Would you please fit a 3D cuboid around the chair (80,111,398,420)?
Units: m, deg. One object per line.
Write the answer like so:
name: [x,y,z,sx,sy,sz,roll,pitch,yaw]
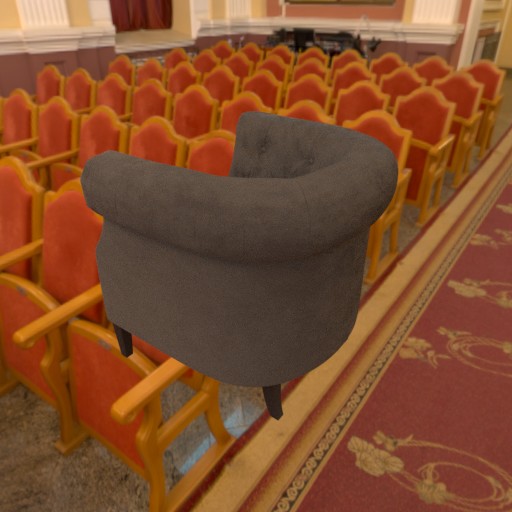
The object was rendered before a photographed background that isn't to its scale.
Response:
chair: [0.000,0.000,1.583,0.851,0.826,0.904,20,35,31]
